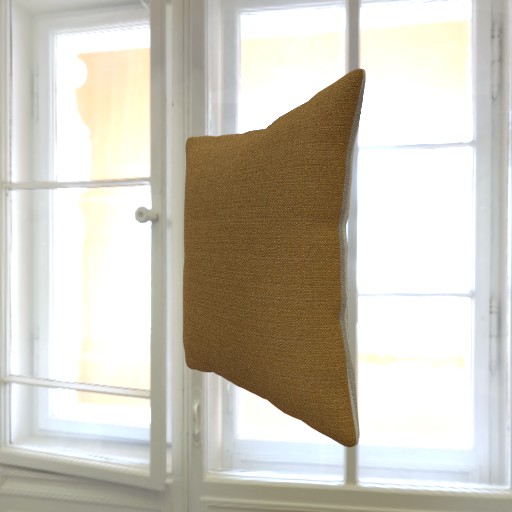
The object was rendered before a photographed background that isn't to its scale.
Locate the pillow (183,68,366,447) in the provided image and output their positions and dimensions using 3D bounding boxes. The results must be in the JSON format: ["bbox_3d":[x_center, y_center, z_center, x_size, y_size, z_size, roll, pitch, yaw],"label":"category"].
[{"bbox_3d":[0.000,0.000,0.676,0.147,0.437,0.432,-1,1,-36],"label":"pillow"}]
